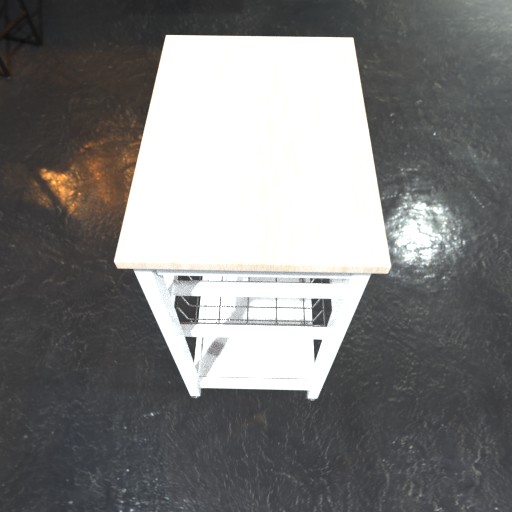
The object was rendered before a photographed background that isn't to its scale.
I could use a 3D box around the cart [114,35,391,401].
[{"bbox_3d":[0.000,0.000,1.162,0.406,0.857,0.578,1,57,1],"label":"cart"}]
